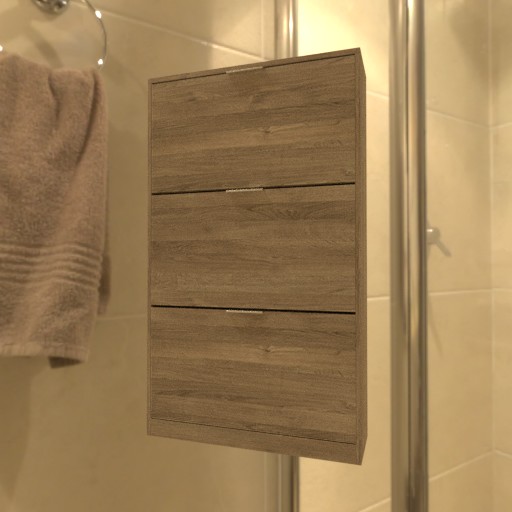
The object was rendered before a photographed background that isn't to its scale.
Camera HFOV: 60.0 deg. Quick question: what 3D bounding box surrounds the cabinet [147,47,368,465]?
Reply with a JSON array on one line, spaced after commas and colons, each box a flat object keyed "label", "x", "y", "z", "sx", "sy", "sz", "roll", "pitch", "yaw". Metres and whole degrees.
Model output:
[{"label": "cabinet", "x": 0.000, "y": 0.000, "z": 1.580, "sx": 0.750, "sy": 1.280, "sz": 0.250, "roll": 0, "pitch": -1, "yaw": 19}]
